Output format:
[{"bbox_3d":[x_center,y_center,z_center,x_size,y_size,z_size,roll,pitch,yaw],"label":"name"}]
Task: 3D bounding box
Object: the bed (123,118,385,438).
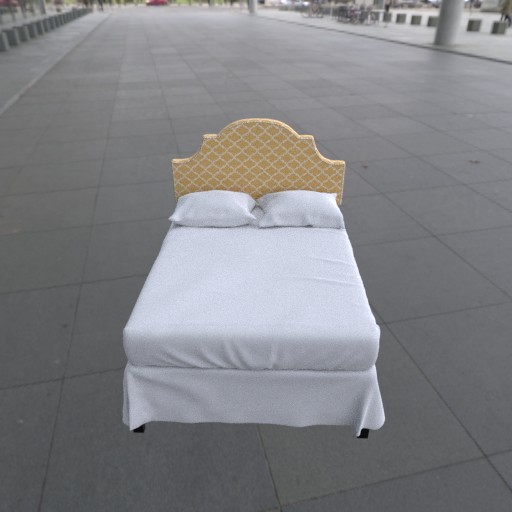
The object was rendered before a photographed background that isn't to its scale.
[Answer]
[{"bbox_3d":[0.000,0.000,3.420,1.780,1.633,2.222,1,31,1],"label":"bed"}]
